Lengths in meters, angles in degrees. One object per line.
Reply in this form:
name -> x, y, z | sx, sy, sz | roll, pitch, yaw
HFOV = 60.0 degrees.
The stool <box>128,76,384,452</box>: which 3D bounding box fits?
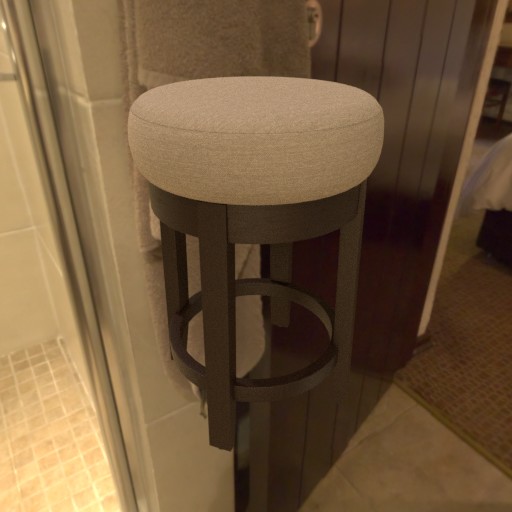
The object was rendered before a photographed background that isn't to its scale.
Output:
stool -> 0.000, 0.000, 0.920 | 0.443, 0.672, 0.443 | 0, 29, 0
